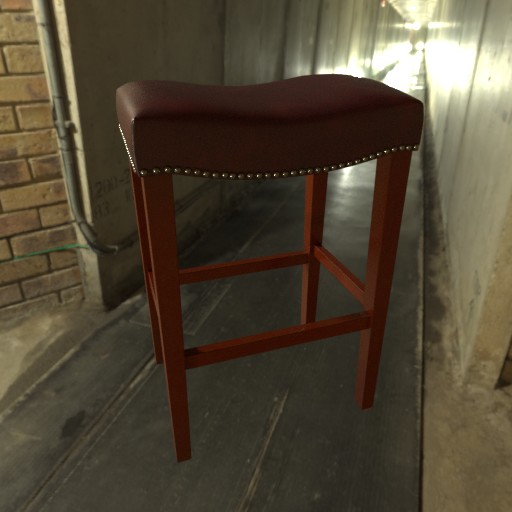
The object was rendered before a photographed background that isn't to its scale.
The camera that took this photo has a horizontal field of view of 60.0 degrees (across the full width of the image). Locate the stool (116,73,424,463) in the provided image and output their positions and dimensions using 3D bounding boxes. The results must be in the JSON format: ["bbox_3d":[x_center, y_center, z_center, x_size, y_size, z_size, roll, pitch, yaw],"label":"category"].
[{"bbox_3d":[0.000,0.000,0.997,0.504,0.742,0.372,-9,29,-17],"label":"stool"}]
